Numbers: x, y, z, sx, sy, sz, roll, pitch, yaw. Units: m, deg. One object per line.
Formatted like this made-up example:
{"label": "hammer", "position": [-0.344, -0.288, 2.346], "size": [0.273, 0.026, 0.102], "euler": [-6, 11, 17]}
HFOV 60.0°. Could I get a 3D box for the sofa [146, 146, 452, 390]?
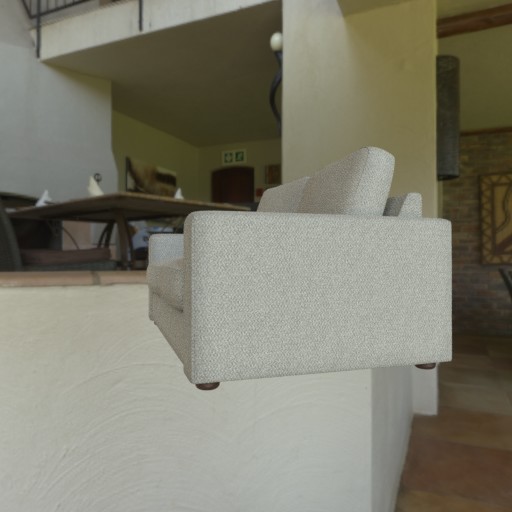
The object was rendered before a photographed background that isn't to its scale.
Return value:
{"label": "sofa", "position": [0.000, 0.000, 2.252], "size": [1.016, 0.873, 1.616], "euler": [0, 0, -18]}
